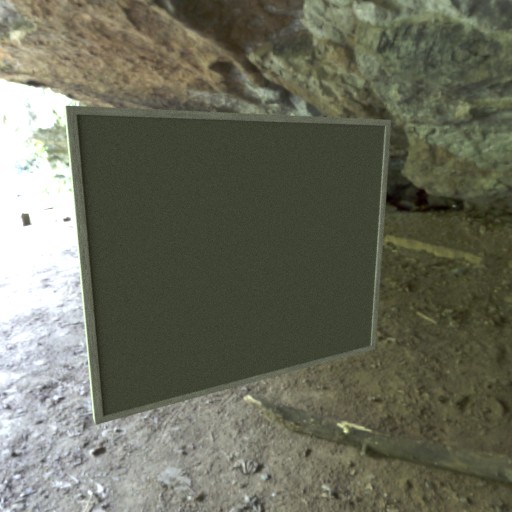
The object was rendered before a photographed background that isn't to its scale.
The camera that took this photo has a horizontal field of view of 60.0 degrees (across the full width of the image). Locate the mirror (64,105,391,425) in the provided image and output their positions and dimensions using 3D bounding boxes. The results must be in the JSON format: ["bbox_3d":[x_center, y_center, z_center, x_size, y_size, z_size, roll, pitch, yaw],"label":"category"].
[{"bbox_3d":[0.000,0.000,1.126,0.839,0.689,0.028,-7,15,-27],"label":"mirror"}]
